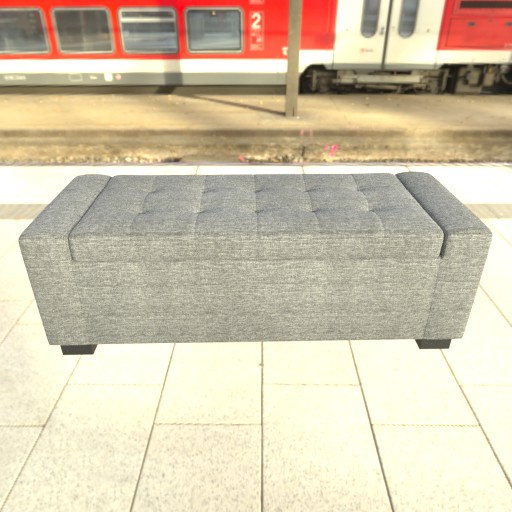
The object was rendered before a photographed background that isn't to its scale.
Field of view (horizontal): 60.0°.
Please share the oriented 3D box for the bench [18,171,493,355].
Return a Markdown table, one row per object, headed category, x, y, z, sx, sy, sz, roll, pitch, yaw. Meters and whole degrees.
| category | x | y | z | sx | sy | sz | roll | pitch | yaw |
| --- | --- | --- | --- | --- | --- | --- | --- | --- | --- |
| bench | 0.000 | 0.000 | 1.510 | 1.296 | 0.445 | 0.508 | -1 | 30 | -1 |
